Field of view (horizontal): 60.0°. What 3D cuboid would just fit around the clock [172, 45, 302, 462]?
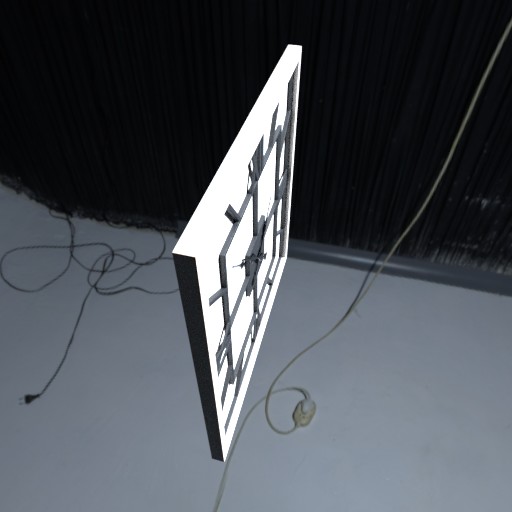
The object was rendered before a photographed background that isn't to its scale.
[{"bbox_3d":[0.000,0.000,1.046,0.032,0.705,0.705,11,47,10],"label":"clock"}]
